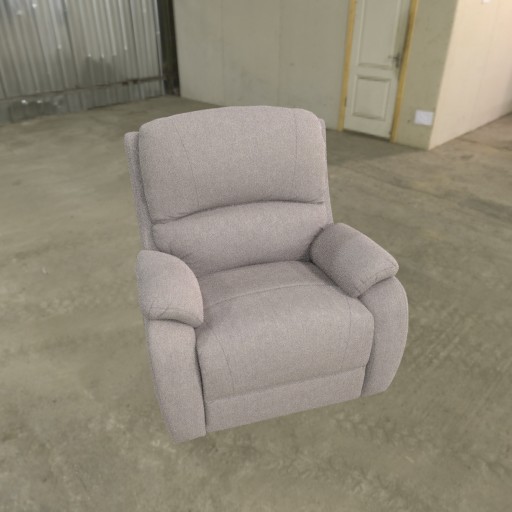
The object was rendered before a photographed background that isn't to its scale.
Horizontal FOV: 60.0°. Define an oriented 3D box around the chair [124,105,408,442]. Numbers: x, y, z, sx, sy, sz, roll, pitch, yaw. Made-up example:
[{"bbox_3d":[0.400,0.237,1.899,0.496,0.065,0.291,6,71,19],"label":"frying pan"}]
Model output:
[{"bbox_3d":[0.000,0.000,1.757,0.930,1.011,0.899,-9,32,-14],"label":"chair"}]
